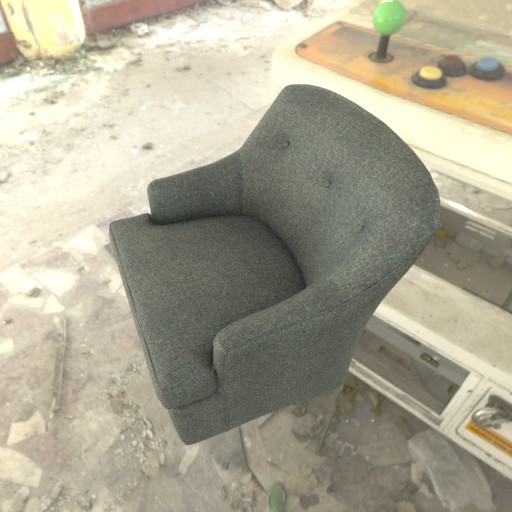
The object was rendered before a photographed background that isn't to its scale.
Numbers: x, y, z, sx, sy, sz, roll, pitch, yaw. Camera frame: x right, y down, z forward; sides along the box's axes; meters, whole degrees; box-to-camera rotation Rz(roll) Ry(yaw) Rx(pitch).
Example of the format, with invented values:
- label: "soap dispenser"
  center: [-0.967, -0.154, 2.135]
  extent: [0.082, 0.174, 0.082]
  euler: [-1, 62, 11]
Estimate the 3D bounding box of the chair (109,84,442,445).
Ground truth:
- label: "chair"
  center: [0.000, 0.000, 1.571]
  extent: [0.923, 0.856, 0.864]
  euler: [-17, 49, -16]
